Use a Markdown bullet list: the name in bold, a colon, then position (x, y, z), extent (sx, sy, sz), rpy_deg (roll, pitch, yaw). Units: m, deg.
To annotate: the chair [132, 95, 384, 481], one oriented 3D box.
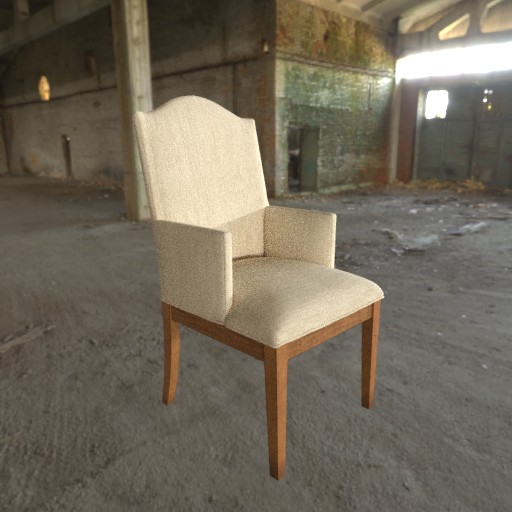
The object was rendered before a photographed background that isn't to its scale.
- **chair**: position (0.000, 0.000, 1.417), extent (0.641, 1.016, 0.533), rpy_deg (13, 19, 43)
